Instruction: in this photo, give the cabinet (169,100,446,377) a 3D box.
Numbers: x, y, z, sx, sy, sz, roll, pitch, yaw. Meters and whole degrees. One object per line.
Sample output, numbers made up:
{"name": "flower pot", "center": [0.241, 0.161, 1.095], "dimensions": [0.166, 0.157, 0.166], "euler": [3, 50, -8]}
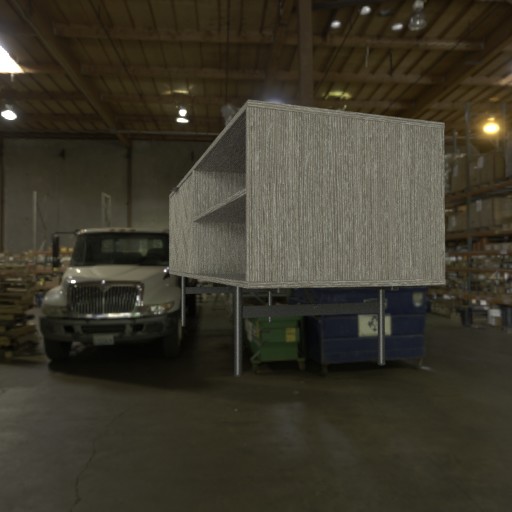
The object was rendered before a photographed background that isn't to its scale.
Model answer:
{"name": "cabinet", "center": [0.000, 0.000, 1.564], "dimensions": [0.500, 0.599, 1.300], "euler": [0, -1, -18]}
